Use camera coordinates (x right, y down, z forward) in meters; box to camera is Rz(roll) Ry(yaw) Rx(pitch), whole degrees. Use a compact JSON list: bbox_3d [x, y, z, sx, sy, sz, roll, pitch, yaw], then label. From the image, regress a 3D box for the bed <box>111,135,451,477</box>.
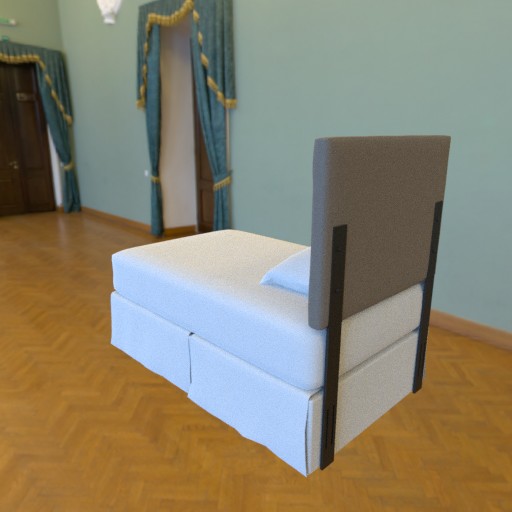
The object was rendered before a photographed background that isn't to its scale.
[{"bbox_3d":[0.000,0.000,2.968,1.261,1.571,1.997,-15,22,-42],"label":"bed"}]
